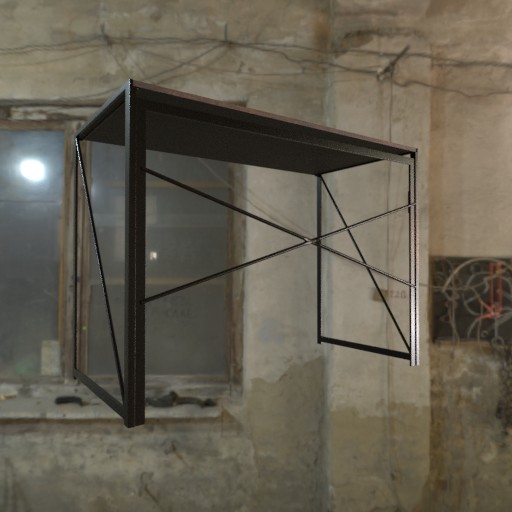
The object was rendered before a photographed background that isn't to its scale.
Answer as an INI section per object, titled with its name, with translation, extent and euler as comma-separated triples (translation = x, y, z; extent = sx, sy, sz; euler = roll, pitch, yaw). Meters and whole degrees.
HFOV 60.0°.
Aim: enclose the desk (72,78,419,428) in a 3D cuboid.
[desk]
translation = 0.000, 0.000, 1.443
extent = 1.015, 0.747, 0.505
euler = 1, -1, -35
